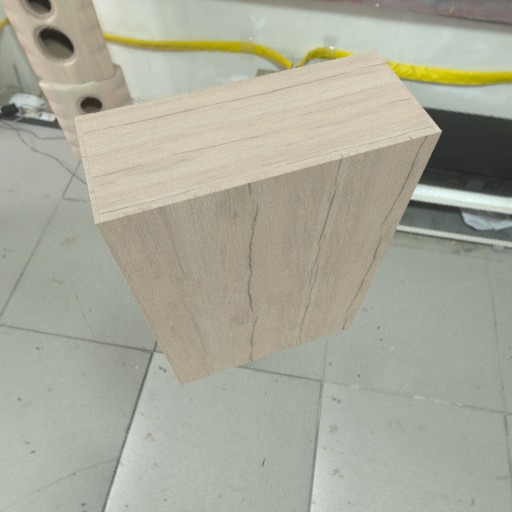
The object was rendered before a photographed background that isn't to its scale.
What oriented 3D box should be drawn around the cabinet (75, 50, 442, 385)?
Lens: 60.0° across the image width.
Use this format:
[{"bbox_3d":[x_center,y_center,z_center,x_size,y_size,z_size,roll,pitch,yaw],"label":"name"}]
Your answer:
[{"bbox_3d":[0.000,0.000,2.704,1.400,2.070,0.580,-17,60,-10],"label":"cabinet"}]
